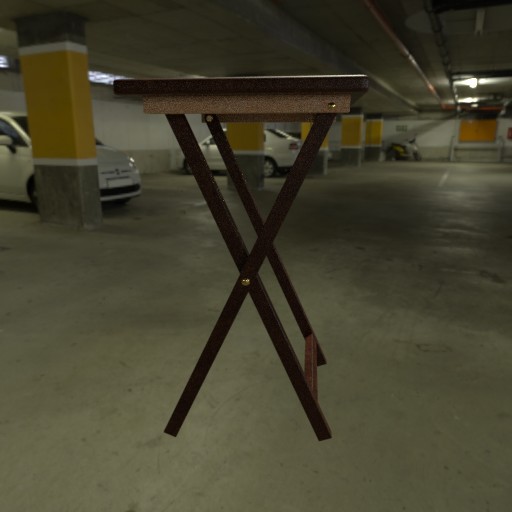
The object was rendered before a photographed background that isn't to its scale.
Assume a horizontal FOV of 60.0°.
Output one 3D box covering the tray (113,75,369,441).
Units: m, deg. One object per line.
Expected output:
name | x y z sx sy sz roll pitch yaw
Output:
tray | 0.000 0.000 0.956 0.381 0.660 0.483 2 15 7
